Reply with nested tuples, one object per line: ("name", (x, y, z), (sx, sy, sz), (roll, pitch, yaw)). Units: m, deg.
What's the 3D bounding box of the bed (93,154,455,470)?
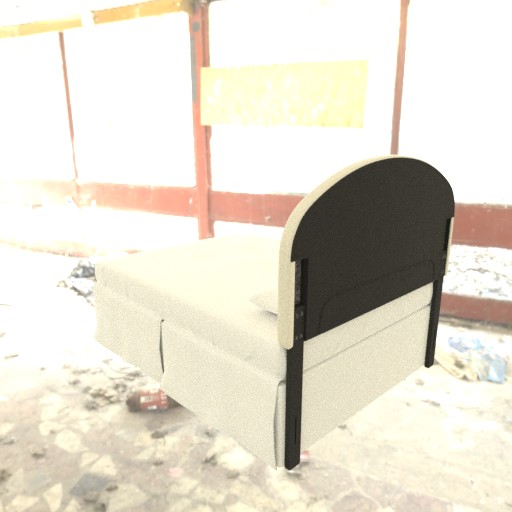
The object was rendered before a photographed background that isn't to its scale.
("bed", (0.000, 0.000, 3.042), (1.607, 1.410, 2.005), (-14, 20, -41))
